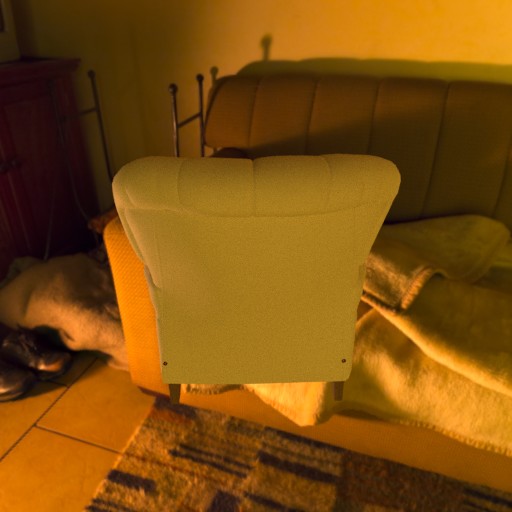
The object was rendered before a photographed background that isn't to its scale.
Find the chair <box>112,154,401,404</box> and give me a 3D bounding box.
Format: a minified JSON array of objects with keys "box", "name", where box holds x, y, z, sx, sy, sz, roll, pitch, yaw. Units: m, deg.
[{"box":[0.000,0.000,2.066,1.035,1.169,1.132,-1,29,-1],"name":"chair"}]
